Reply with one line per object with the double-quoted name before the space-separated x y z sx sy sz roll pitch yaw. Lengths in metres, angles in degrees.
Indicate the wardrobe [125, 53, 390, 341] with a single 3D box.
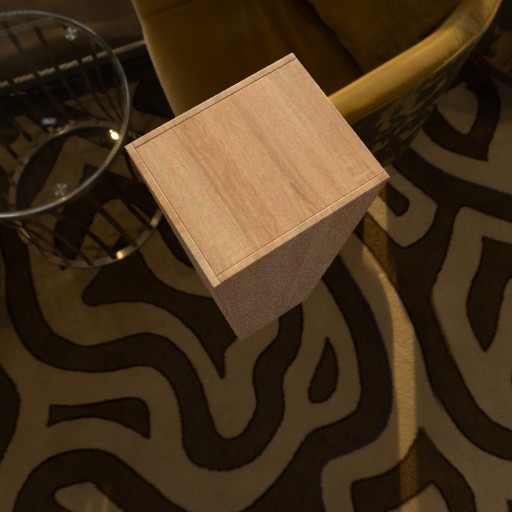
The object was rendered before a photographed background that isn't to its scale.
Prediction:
"wardrobe" 0.000 0.000 2.293 0.588 2.117 0.496 -32 78 -8
